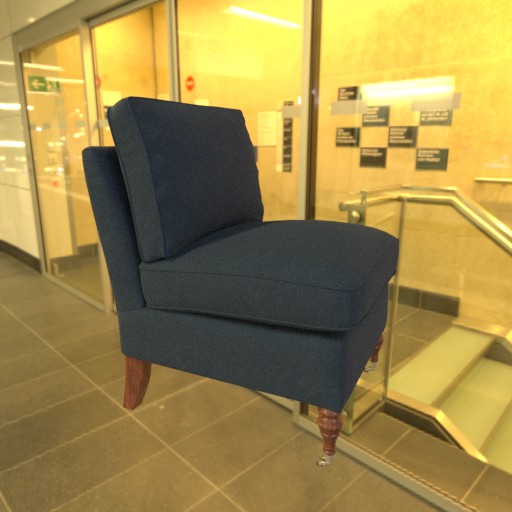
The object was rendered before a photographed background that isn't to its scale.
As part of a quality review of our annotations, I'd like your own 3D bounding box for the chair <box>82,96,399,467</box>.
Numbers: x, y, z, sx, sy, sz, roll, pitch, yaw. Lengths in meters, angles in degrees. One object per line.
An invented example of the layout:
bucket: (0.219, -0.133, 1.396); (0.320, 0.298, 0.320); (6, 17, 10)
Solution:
chair: (0.000, 0.000, 1.589); (0.912, 1.052, 0.724); (7, 16, 25)
